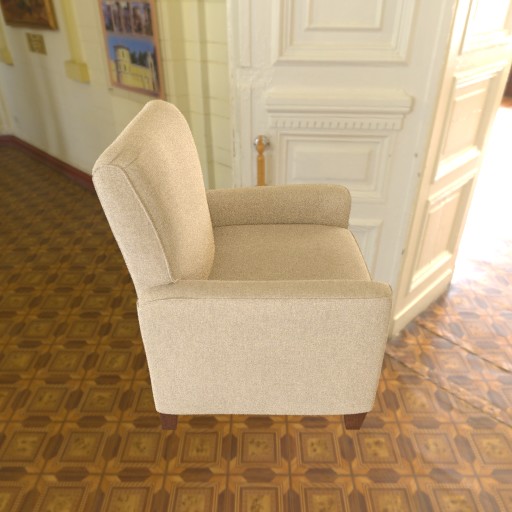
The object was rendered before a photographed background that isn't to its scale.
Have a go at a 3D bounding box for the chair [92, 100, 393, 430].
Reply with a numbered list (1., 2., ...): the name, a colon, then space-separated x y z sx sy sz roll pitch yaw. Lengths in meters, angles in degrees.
1. chair: 0.000 0.000 1.655 0.859 1.023 0.845 0 32 0
